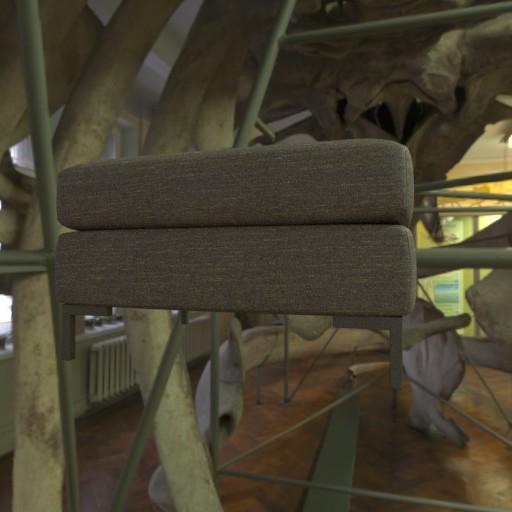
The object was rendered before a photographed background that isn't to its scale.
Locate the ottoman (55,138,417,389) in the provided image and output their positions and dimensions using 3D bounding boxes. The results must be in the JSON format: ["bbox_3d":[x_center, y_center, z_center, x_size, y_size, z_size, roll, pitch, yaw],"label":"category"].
[{"bbox_3d":[0.000,0.000,1.218,0.820,0.490,0.671,0,0,18],"label":"ottoman"}]
